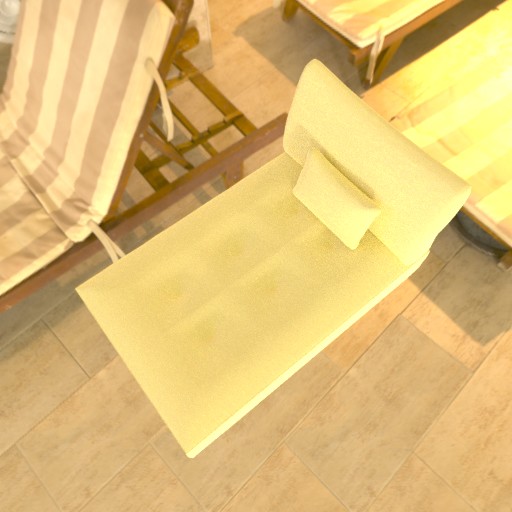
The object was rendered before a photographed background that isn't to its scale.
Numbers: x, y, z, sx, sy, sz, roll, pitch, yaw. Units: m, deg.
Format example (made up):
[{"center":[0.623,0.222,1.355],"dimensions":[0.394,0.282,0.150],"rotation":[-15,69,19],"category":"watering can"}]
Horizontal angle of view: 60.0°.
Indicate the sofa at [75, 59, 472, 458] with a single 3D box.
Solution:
[{"center":[0.000,0.000,1.990],"dimensions":[1.450,0.820,0.930],"rotation":[-36,69,-16],"category":"sofa"}]
